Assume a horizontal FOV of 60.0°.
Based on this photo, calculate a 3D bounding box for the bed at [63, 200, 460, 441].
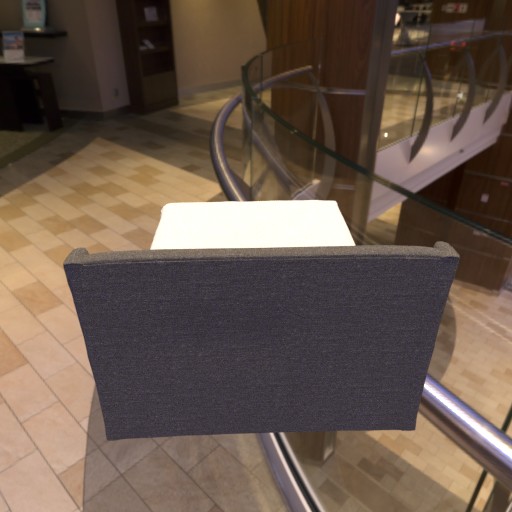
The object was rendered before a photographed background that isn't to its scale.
[{"bbox_3d":[0.000,0.000,3.394,1.925,1.332,2.276,-1,31,-2],"label":"bed"}]
